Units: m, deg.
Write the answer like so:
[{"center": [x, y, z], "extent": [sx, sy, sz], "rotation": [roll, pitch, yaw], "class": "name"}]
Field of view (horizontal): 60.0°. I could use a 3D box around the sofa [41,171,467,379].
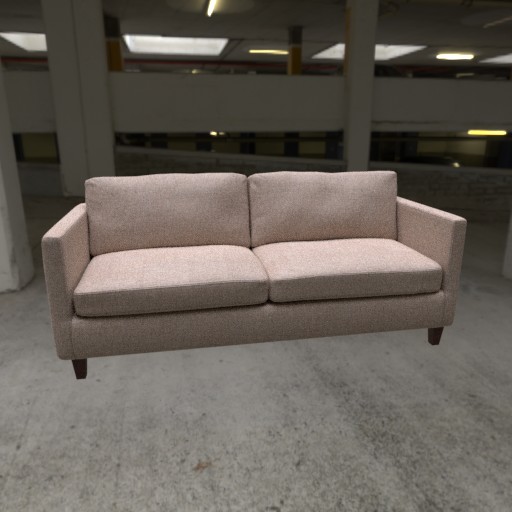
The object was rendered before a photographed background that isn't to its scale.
[{"center": [0.000, 0.000, 2.715], "extent": [2.208, 0.965, 0.951], "rotation": [-3, 17, -10], "class": "sofa"}]
